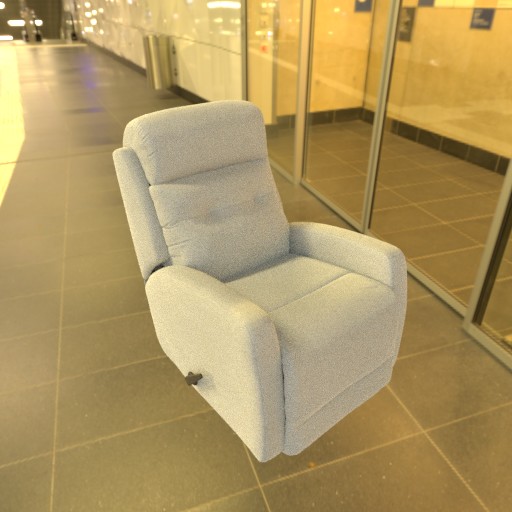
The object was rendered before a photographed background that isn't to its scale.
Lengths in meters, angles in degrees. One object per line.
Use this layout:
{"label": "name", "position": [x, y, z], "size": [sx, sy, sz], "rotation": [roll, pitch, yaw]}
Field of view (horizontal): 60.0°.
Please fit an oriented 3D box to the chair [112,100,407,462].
{"label": "chair", "position": [0.000, 0.000, 1.726], "size": [0.798, 1.013, 1.043], "rotation": [-22, 36, -33]}
